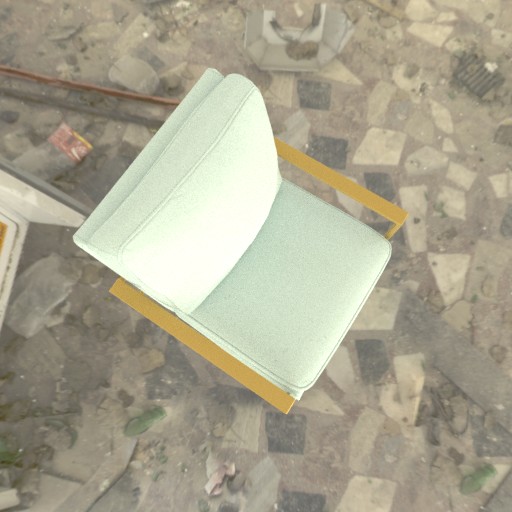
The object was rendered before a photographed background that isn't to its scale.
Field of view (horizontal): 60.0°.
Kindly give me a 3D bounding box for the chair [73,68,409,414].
[{"bbox_3d":[0.000,0.000,1.546,0.813,0.956,0.758,33,78,8],"label":"chair"}]
